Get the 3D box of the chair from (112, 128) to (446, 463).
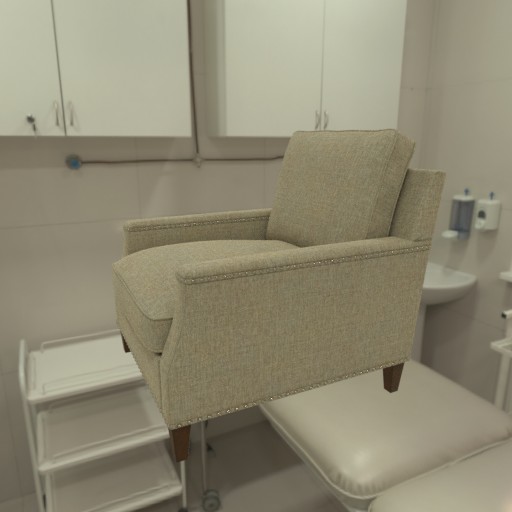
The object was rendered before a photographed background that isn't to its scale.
[{"bbox_3d":[0.000,0.000,1.706,1.014,0.943,0.853,-7,16,-26],"label":"chair"}]
